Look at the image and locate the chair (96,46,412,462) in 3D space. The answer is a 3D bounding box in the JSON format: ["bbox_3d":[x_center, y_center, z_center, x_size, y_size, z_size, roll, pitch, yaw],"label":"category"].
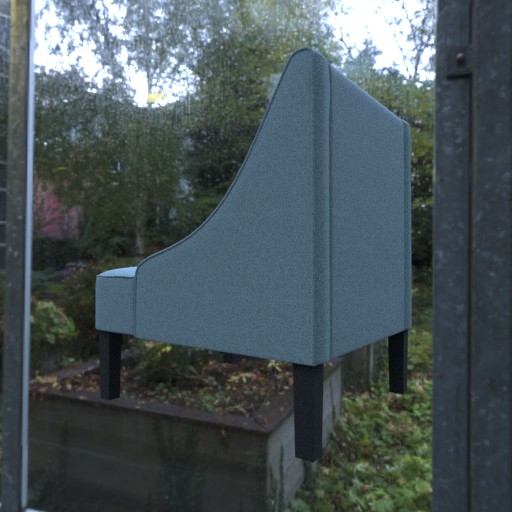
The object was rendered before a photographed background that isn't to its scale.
[{"bbox_3d":[0.000,0.000,1.819,1.025,1.133,0.857,0,-1,36],"label":"chair"}]
